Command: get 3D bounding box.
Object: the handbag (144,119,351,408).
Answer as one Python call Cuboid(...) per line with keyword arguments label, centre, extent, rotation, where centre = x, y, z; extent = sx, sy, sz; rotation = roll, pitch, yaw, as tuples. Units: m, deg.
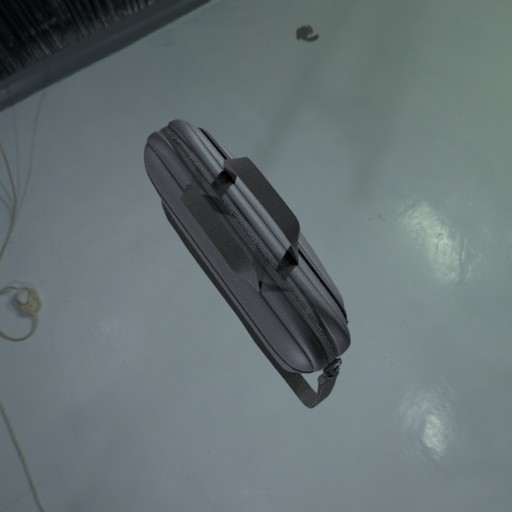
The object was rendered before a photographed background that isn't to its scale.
Cuboid(label="handbag", centre=(0.000, 0.000, 0.595), extent=(0.126, 0.330, 0.429), rotation=(-35, 78, -9))
